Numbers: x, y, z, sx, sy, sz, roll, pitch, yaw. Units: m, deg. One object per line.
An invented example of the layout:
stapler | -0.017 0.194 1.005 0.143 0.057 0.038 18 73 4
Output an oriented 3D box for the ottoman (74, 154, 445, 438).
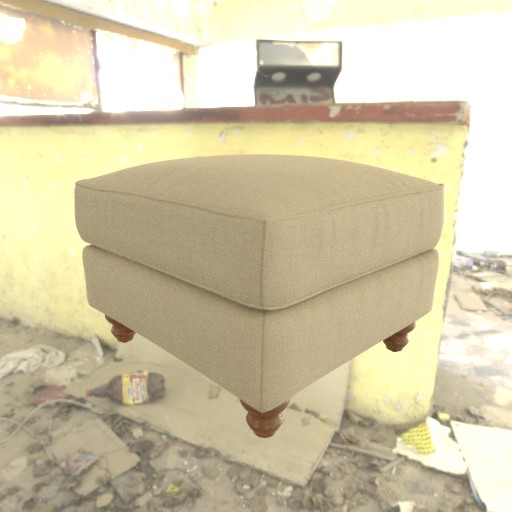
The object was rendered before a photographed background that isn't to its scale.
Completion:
ottoman | 0.000 0.000 1.139 0.662 0.505 0.716 -15 21 -42
